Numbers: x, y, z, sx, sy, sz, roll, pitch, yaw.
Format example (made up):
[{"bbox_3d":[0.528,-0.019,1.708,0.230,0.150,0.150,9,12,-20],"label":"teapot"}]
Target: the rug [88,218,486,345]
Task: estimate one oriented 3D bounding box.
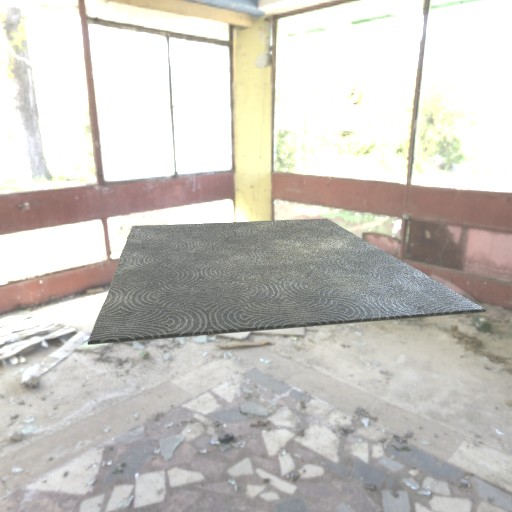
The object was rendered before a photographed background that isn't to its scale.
[{"bbox_3d":[0.000,0.000,4.067,2.456,0.021,3.042,-3,16,-10],"label":"rug"}]
